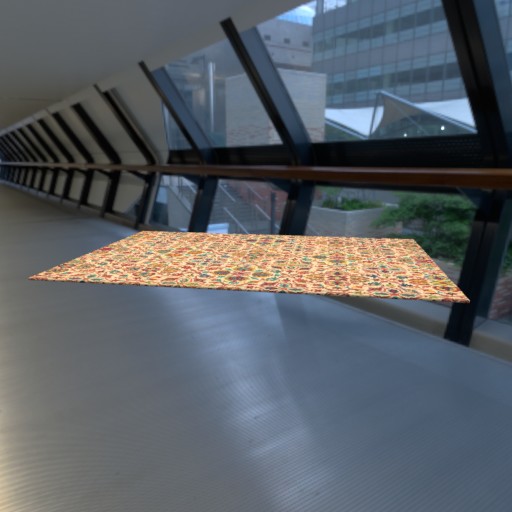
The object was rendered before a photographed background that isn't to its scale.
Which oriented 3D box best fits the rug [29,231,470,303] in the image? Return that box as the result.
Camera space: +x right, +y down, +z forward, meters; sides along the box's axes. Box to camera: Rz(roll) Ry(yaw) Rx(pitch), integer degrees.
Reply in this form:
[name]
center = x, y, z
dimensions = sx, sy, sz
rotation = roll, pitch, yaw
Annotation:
[rug]
center = 0.000, 0.000, 2.398
dimensions = 1.838, 0.013, 1.226
rotation = 2, 13, 9
